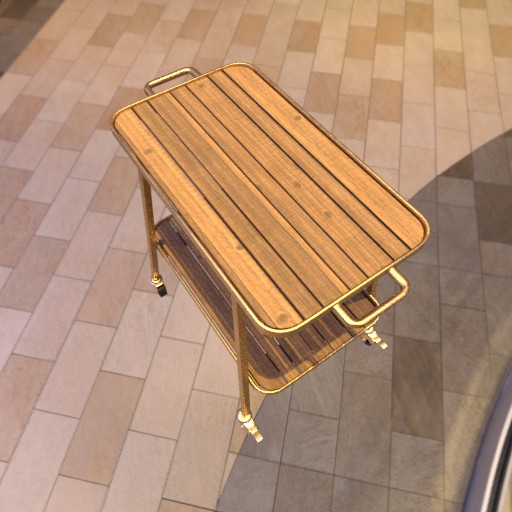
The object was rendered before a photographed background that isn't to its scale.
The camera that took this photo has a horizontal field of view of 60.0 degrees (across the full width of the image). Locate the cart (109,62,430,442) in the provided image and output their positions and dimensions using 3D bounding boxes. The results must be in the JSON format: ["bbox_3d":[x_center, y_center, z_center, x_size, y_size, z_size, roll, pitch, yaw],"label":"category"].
[{"bbox_3d":[0.000,0.000,1.249,0.524,0.700,0.806,-30,62,-18],"label":"cart"}]
